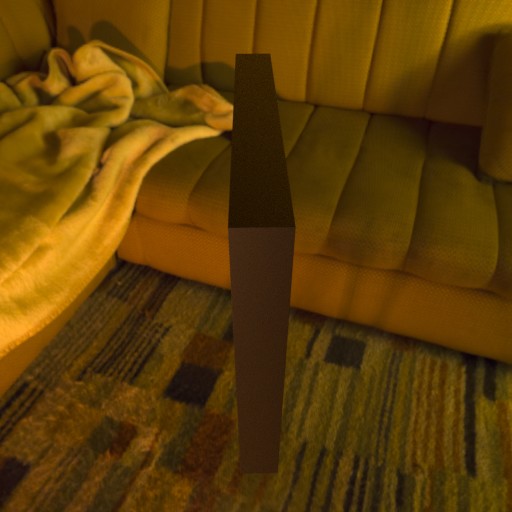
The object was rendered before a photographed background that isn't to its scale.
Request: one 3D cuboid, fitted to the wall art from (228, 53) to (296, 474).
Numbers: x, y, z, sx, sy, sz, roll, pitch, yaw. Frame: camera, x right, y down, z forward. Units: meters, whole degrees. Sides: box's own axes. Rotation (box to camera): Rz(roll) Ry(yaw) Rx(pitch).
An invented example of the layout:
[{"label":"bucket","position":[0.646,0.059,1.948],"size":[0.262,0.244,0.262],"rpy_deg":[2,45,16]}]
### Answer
[{"label":"wall art","position":[0.000,0.000,0.452],"size":[0.037,0.303,0.304],"rpy_deg":[-1,41,-1]}]
